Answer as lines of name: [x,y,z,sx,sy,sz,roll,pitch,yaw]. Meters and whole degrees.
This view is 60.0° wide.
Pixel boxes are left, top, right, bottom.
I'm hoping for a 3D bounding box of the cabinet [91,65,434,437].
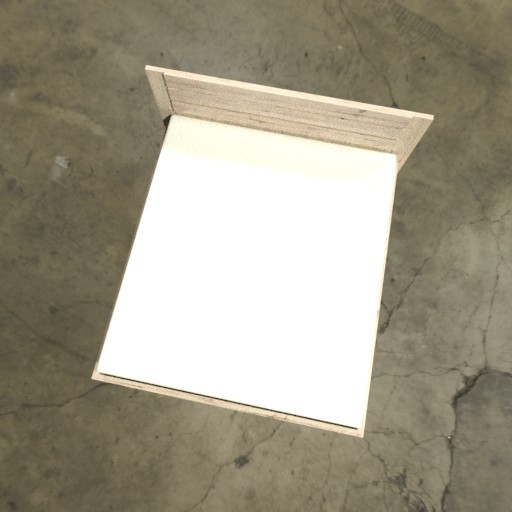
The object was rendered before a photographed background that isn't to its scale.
cabinet: [0.000,0.000,3.123,1.950,0.970,2.080,11,74,3]
